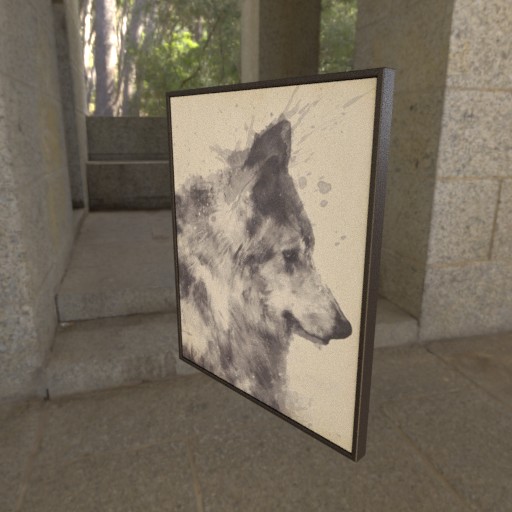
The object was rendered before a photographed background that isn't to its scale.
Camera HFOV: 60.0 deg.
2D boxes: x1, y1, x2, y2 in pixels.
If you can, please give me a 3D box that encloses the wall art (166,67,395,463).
[{"bbox_3d":[0.000,0.000,0.753,0.028,0.551,0.451,-15,21,-43],"label":"wall art"}]
